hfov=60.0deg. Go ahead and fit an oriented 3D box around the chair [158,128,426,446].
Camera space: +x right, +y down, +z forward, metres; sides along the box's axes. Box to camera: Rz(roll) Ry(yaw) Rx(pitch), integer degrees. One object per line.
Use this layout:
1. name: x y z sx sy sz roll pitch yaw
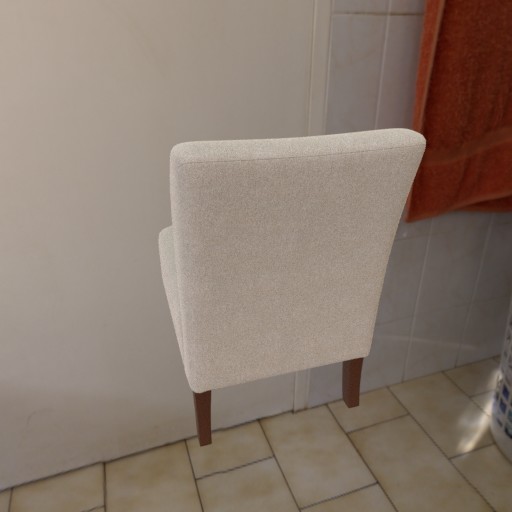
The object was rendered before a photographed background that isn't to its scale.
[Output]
1. chair: 0.000 0.000 1.326 0.521 0.833 0.754 -8 28 -15
